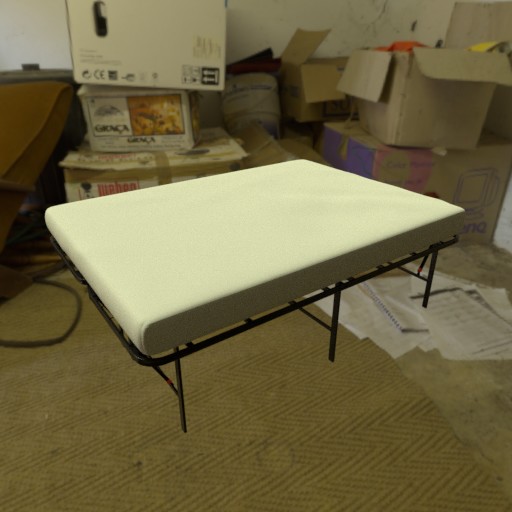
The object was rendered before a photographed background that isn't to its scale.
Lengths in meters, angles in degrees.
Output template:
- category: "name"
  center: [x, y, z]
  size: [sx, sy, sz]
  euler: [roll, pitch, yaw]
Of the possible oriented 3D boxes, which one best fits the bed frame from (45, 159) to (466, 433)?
- category: "bed frame"
  center: [0.000, 0.000, 2.534]
  size: [1.905, 0.637, 1.372]
  euler: [-18, 31, -31]
